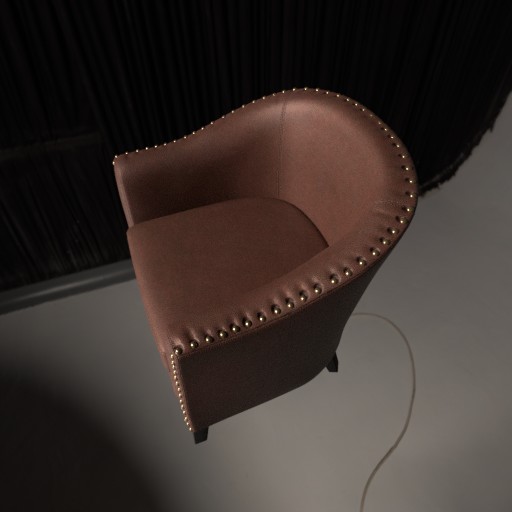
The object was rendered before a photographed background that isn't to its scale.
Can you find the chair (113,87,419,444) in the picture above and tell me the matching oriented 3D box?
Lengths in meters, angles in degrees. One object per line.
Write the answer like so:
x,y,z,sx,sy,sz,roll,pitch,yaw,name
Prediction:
0.000,0.000,1.416,0.748,0.823,0.794,-16,49,-15,chair
